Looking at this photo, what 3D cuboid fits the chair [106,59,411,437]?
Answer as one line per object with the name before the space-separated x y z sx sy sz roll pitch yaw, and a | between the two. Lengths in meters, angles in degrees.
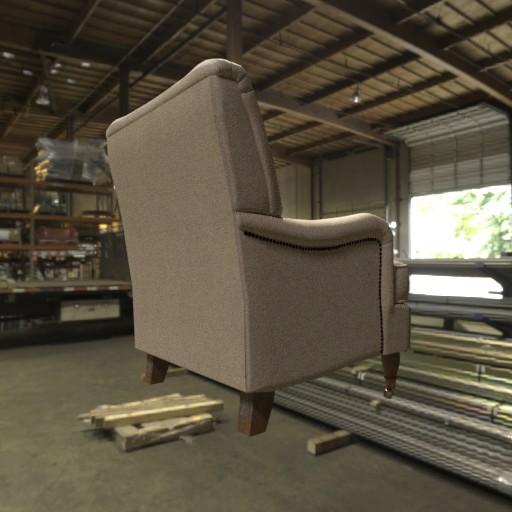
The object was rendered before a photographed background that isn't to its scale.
chair | 0.000 0.000 1.798 0.953 1.119 0.879 0 0 -38
